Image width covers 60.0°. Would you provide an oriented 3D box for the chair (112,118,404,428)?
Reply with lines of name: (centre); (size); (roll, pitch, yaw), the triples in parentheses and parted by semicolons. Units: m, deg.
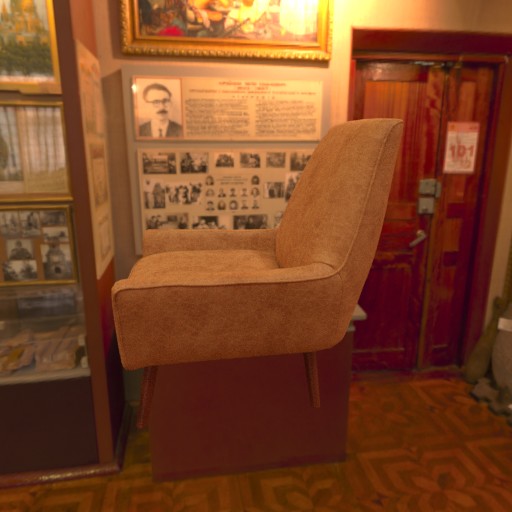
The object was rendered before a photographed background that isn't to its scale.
chair: (0.000, 0.000, 1.496); (0.851, 0.883, 0.753); (-2, 14, -7)
